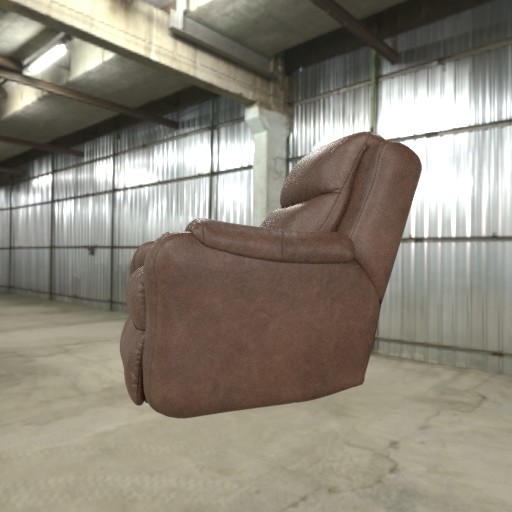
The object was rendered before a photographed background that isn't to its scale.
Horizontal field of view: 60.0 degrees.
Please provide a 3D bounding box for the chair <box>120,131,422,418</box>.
[{"bbox_3d":[0.000,0.000,1.842,1.067,0.990,0.940,0,-1,-19],"label":"chair"}]
